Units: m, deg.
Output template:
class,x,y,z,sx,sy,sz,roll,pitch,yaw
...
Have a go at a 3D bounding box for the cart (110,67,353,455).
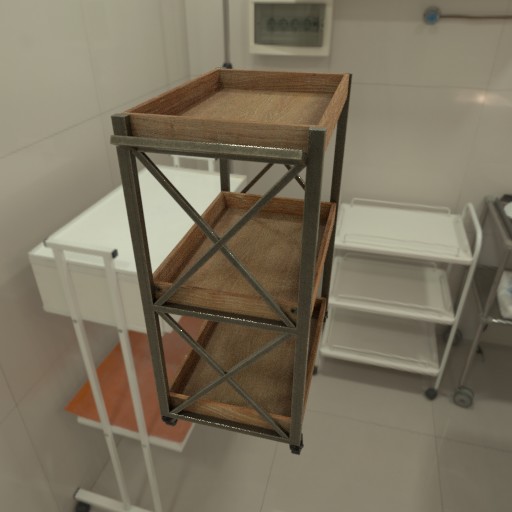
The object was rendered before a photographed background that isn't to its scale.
class,x,y,z,sx,sy,sz,roll,pitch,yaw
cart,0.000,0.000,1.168,0.377,0.835,0.673,8,32,12
